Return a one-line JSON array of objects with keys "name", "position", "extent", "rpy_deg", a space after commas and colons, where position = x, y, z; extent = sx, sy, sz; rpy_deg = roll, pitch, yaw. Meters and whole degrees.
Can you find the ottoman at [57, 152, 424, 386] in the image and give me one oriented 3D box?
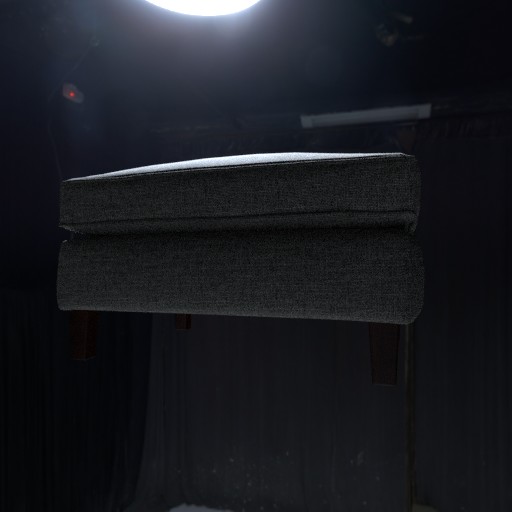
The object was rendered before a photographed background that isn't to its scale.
[{"name": "ottoman", "position": [0.000, 0.000, 0.978], "extent": [0.686, 0.406, 0.508], "rpy_deg": [0, -1, 19]}]
